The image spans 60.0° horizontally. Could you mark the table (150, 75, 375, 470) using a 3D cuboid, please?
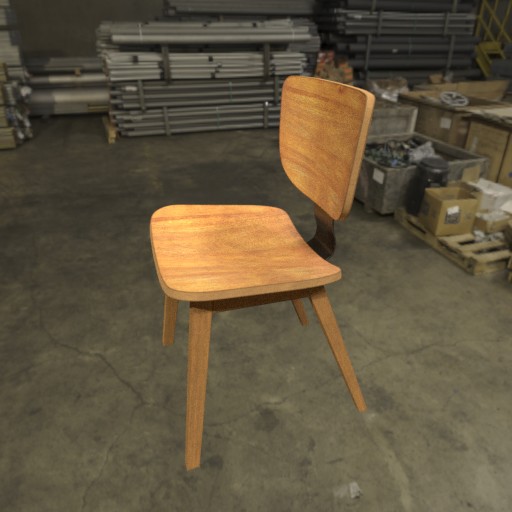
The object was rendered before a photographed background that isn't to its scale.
[{"bbox_3d":[0.000,0.000,1.120,0.500,0.805,0.499,-8,29,-15],"label":"table"}]
